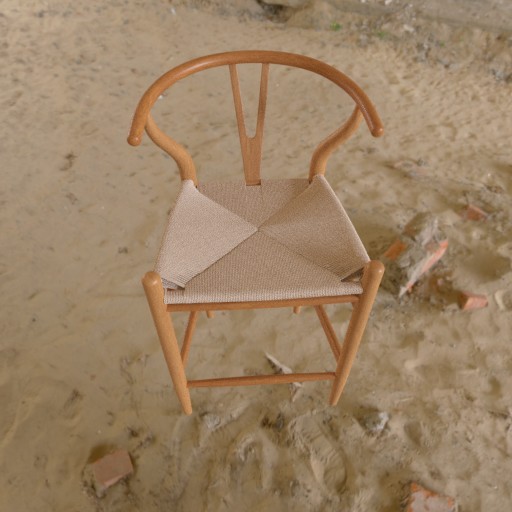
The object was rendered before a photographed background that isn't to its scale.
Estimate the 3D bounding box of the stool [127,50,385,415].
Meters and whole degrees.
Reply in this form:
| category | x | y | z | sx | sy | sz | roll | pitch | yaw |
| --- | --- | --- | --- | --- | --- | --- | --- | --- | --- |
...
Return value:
| category | x | y | z | sx | sy | sz | roll | pitch | yaw |
| --- | --- | --- | --- | --- | --- | --- | --- | --- | --- |
| stool | 0.000 | 0.000 | 1.314 | 0.569 | 0.970 | 0.579 | -3 | 47 | -3 |
